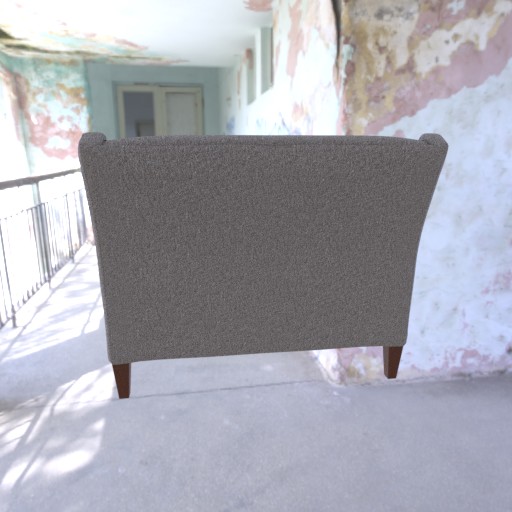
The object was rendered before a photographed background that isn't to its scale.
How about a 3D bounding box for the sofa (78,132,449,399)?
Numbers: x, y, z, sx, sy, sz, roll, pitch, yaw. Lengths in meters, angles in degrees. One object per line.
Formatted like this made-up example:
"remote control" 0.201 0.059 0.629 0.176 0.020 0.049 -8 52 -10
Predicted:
"sofa" 0.000 0.000 1.944 1.242 1.026 0.862 -2 14 -8
